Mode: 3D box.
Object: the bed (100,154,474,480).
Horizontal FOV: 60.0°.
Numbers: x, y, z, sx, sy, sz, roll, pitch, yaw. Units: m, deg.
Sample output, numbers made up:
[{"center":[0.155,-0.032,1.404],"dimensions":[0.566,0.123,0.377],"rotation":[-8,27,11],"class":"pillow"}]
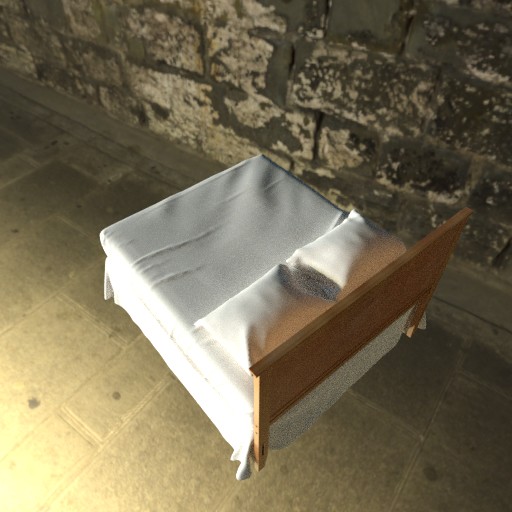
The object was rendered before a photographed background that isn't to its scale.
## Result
[{"center":[0.000,0.000,3.200],"dimensions":[1.870,1.273,2.035],"rotation":[-31,54,-26],"class":"bed"}]
